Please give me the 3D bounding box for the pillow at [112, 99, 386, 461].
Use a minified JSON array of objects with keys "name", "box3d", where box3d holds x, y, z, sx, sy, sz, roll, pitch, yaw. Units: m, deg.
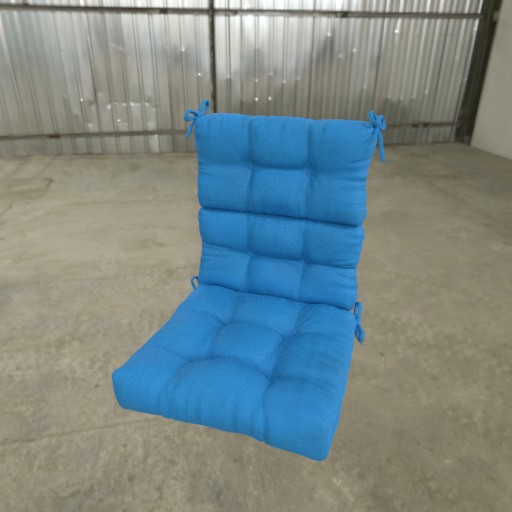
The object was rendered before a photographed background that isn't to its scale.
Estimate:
[{"name":"pillow","box3d":[0.000,0.000,1.017,0.519,0.605,0.571,9,28,16]}]
